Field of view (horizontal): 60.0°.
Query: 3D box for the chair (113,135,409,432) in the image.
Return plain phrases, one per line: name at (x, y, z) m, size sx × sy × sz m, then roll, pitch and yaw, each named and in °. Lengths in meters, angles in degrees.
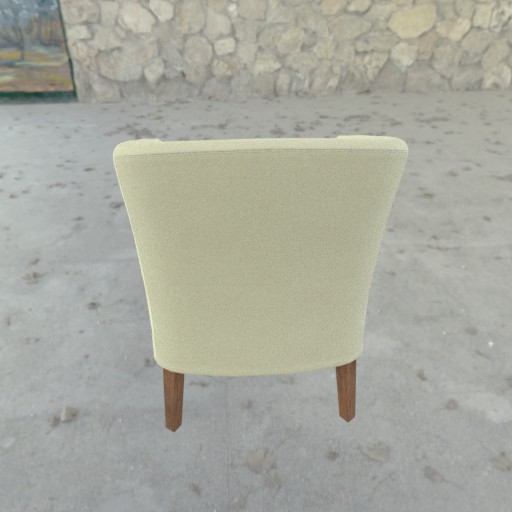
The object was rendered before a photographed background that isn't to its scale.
chair at (0.000, 0.000, 1.261) m, size 0.643 × 0.822 × 0.657 m, roll -2°, pitch 30°, yaw -3°
